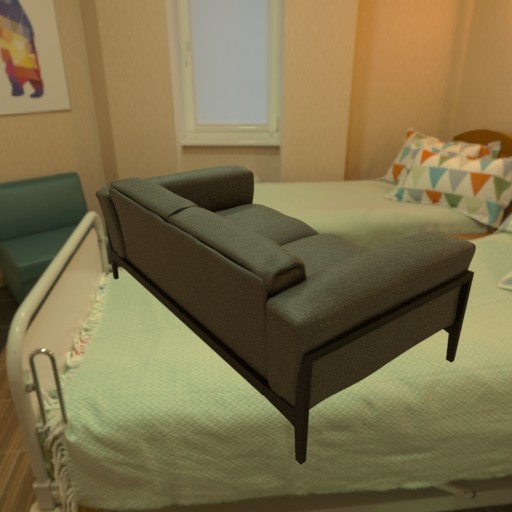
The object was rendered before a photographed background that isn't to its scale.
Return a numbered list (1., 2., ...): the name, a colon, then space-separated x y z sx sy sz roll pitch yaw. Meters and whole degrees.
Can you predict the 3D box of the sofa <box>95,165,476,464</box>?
1. sofa: 0.000 0.000 2.160 0.960 0.656 1.690 -17 29 -33
